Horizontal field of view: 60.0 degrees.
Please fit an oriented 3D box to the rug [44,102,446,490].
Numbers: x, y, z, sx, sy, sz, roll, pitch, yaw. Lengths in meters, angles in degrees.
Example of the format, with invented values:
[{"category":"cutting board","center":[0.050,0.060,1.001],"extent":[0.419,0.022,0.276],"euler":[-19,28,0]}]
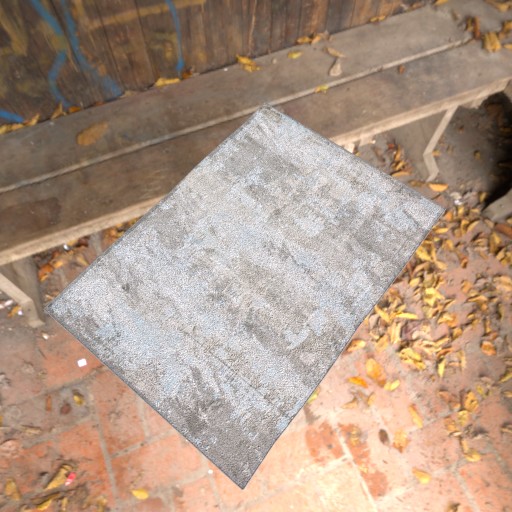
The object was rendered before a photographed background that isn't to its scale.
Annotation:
[{"category":"rug","center":[0.000,0.000,4.338],"extent":[2.393,0.013,3.307],"euler":[36,69,16]}]
